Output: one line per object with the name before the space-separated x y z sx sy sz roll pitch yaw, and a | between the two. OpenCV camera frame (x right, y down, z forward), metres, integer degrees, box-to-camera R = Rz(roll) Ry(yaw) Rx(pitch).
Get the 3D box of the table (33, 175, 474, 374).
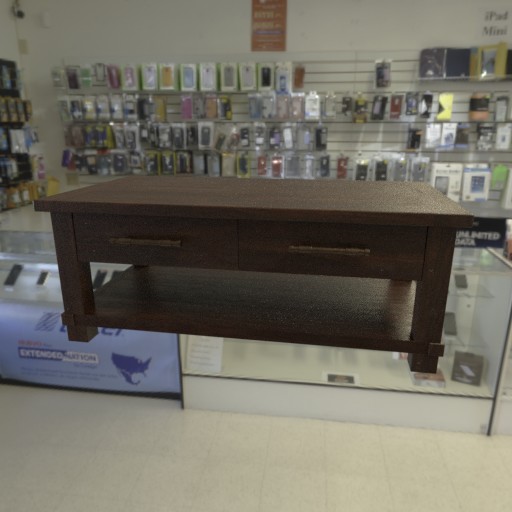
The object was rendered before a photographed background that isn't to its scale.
table | 0.000 0.000 1.645 1.270 0.494 0.700 3 17 10
